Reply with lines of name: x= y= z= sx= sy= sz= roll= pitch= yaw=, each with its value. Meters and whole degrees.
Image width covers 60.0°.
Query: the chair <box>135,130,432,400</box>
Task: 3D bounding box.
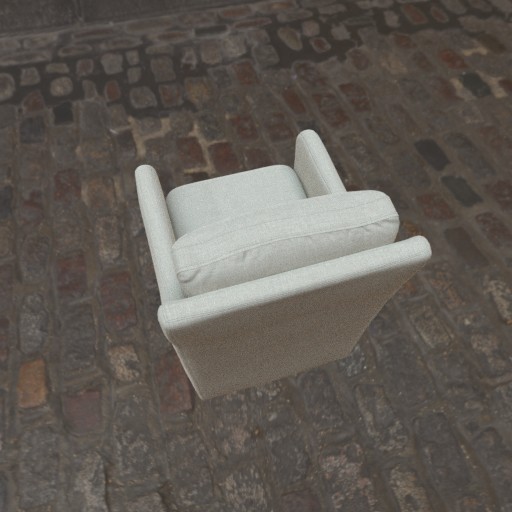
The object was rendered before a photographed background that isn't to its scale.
chair: x=0.000 y=0.000 z=1.398 sx=0.626 sy=0.914 sz=0.694 roll=-14 pitch=59 yaw=-9
